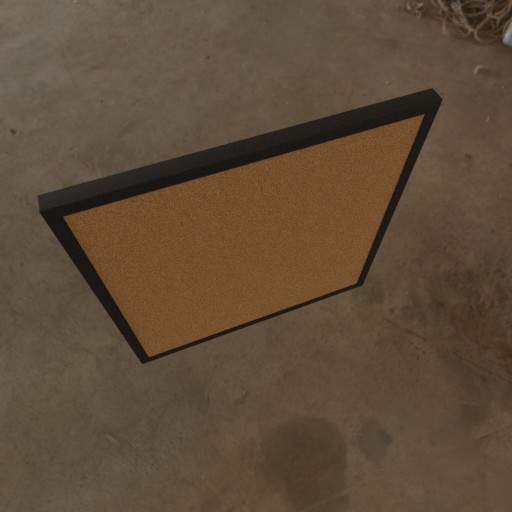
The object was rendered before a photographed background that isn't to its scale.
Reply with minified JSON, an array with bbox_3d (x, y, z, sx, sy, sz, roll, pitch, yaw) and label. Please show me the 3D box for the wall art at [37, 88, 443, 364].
[{"bbox_3d":[0.000,0.000,1.118,0.763,0.763,0.037,-18,60,-11],"label":"wall art"}]
